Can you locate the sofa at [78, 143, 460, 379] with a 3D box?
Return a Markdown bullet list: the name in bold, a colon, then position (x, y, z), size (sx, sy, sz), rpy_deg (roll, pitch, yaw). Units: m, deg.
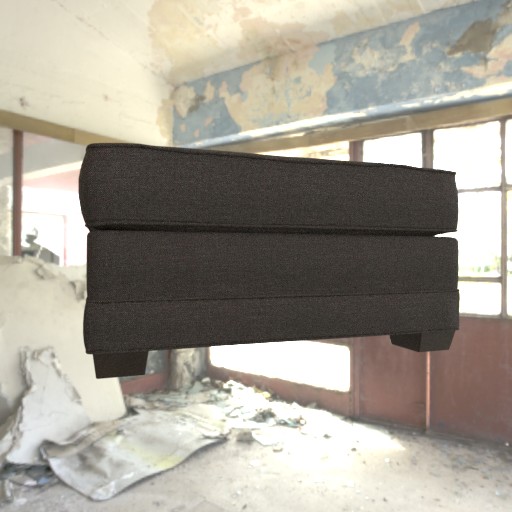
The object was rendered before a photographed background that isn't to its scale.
- **sofa**: position (0.000, 0.000, 1.180), size (0.854, 0.457, 0.578), rpy_deg (0, 0, -19)
